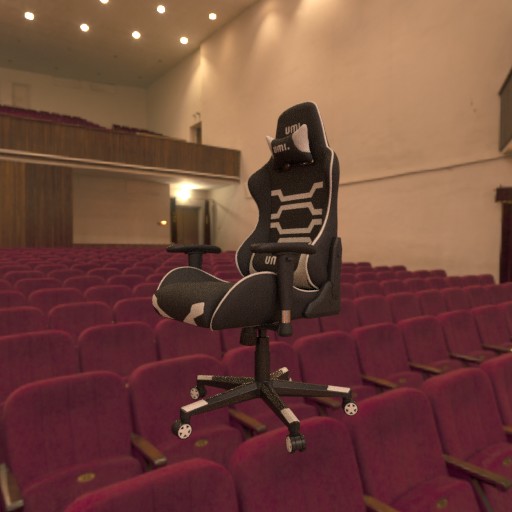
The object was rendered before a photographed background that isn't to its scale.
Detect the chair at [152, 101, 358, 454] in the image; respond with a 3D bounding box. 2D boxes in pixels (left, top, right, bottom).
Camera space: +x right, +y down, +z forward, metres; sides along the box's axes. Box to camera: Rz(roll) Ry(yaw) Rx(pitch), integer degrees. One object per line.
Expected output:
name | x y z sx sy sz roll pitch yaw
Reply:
chair | 0.000 0.000 1.702 0.700 1.240 0.700 0 1 -36
